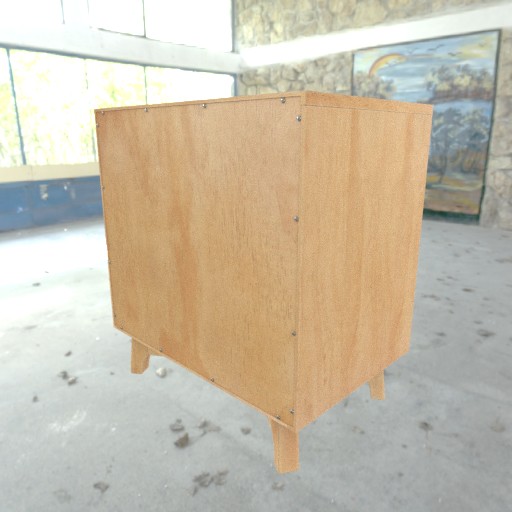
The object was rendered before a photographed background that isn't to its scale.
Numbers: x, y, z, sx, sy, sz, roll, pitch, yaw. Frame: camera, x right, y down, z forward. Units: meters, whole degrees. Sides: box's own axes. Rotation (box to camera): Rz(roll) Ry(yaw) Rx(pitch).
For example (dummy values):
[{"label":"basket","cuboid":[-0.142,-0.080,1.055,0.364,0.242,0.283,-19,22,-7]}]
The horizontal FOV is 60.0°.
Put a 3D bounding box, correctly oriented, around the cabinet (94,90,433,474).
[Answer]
[{"label":"cabinet","cuboid":[0.000,0.000,0.941,0.551,0.599,0.394,14,21,42]}]
